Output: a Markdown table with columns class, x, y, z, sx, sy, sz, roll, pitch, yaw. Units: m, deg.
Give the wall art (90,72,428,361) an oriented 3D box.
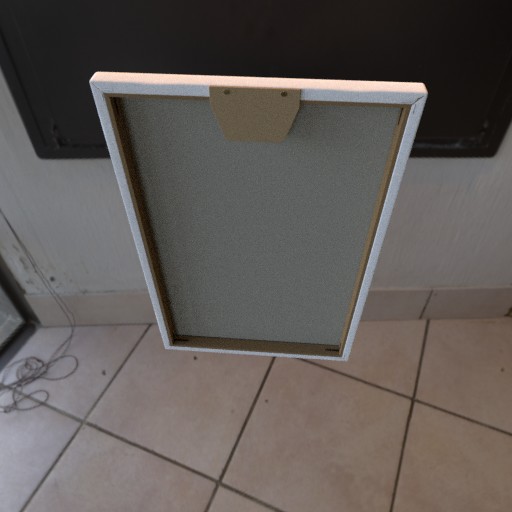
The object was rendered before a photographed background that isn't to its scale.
| class | x | y | z | sx | sy | sz | roll | pitch | yaw |
| --- | --- | --- | --- | --- | --- | --- | --- | --- | --- |
| wall art | 0.000 | 0.000 | 1.129 | 0.602 | 0.916 | 0.048 | 3 | 47 | 3 |
